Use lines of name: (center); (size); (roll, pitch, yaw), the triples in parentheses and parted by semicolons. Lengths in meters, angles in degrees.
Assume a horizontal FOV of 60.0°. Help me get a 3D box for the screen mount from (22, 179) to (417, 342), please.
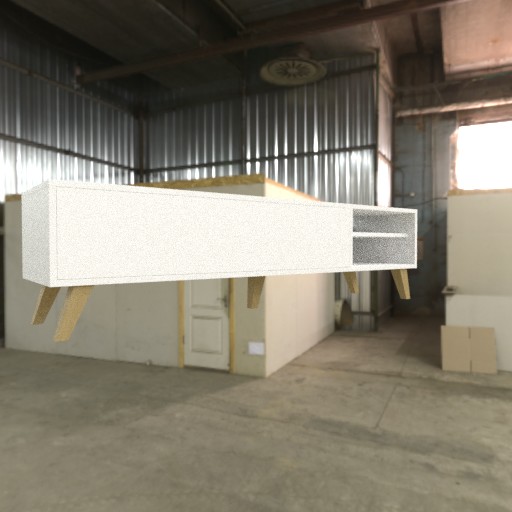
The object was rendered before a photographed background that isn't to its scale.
screen mount: (0.000, 0.000, 1.808); (1.644, 0.432, 0.399); (-1, 2, -37)
